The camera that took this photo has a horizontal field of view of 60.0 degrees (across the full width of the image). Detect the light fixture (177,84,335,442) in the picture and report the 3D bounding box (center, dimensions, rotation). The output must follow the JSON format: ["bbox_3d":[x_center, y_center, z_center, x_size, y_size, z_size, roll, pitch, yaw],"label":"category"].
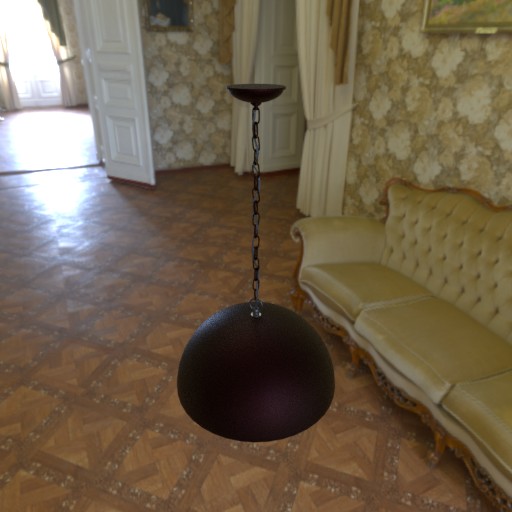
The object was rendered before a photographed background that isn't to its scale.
[{"bbox_3d":[0.000,0.000,1.211,0.492,0.869,0.492,9,27,17],"label":"light fixture"}]
